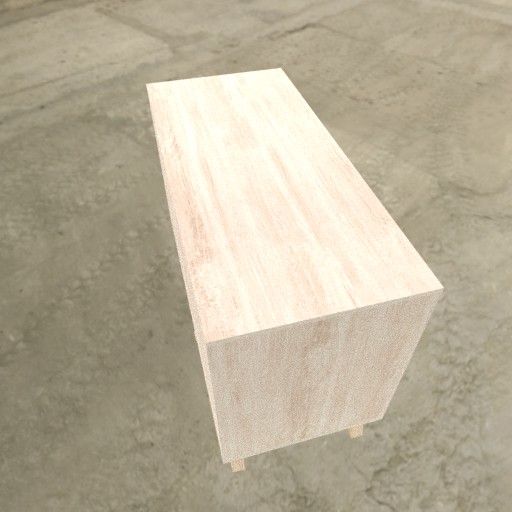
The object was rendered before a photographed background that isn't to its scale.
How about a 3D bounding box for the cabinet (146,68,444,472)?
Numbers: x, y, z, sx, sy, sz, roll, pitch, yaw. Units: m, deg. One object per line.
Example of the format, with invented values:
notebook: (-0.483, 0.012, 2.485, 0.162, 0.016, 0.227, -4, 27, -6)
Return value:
cabinet: (0.000, 0.000, 1.521, 0.500, 0.780, 1.110, -11, 47, -11)
